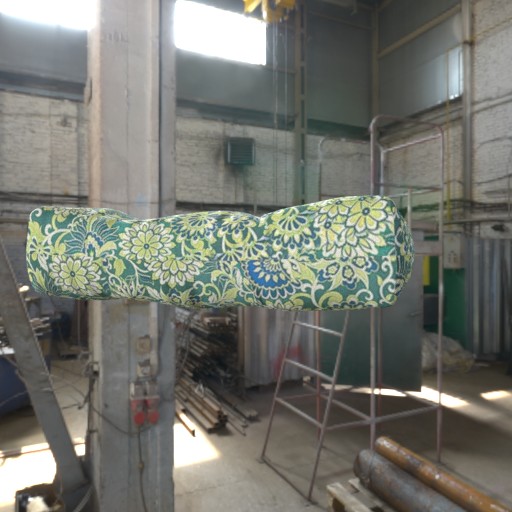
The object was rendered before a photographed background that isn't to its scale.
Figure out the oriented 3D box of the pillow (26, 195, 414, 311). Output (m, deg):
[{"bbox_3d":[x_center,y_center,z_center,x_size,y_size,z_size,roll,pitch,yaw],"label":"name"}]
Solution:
[{"bbox_3d":[0.000,0.000,0.705,0.468,0.128,0.490,0,0,19],"label":"pillow"}]
